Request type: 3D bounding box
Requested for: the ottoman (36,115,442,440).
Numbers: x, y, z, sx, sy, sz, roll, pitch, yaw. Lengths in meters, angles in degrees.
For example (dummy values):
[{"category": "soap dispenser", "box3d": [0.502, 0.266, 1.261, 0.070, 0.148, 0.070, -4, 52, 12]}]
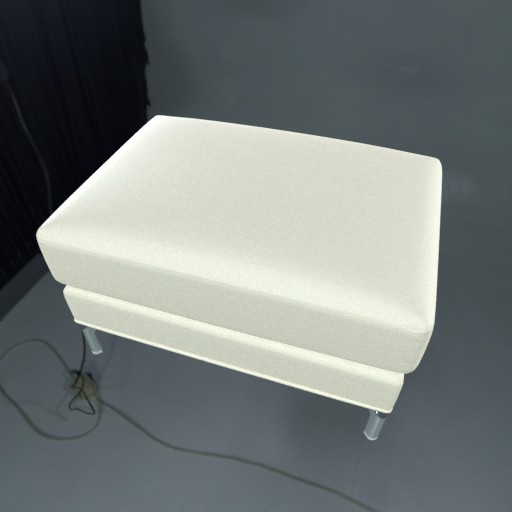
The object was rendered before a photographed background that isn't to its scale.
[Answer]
[{"category": "ottoman", "box3d": [0.000, 0.000, 1.178, 0.835, 0.497, 0.581, 13, 46, 13]}]
